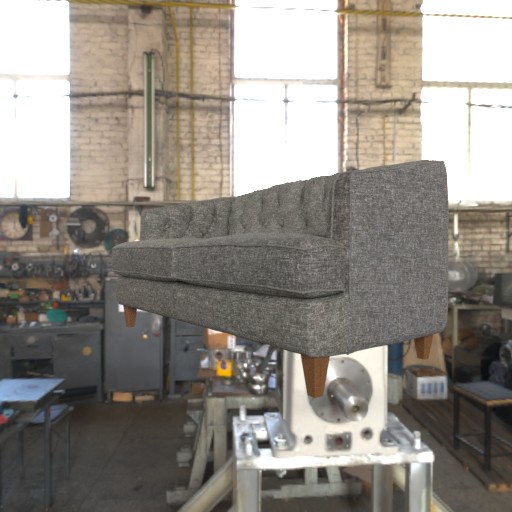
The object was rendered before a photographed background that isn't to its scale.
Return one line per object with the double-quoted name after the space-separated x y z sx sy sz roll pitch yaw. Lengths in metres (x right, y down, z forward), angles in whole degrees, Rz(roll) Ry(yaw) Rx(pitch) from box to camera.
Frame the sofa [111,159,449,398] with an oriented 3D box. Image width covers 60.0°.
0.000 0.000 2.225 0.941 0.855 1.733 0 1 -36 "sofa"
